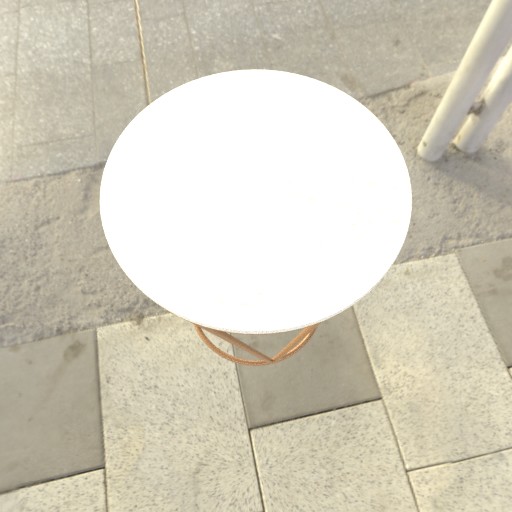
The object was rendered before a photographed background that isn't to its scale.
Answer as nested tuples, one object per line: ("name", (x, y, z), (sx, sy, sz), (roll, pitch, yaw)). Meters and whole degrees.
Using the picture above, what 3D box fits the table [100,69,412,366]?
("table", (0.000, 0.000, 0.971), (0.500, 0.564, 0.500), (0, 64, 0))
